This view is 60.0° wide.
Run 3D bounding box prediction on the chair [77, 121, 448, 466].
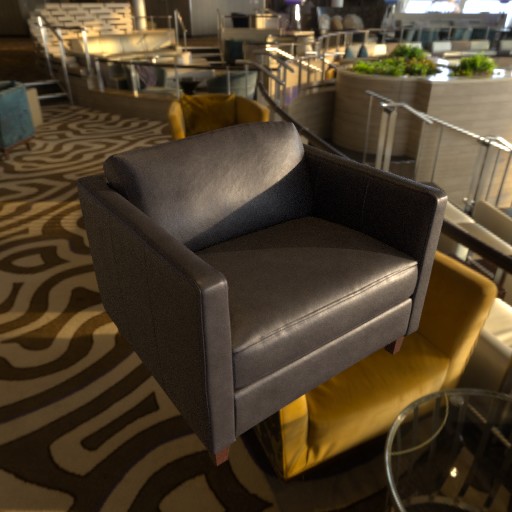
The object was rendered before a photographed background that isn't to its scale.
[{"bbox_3d":[0.000,0.000,1.590,0.939,0.811,0.862,-20,35,-31],"label":"chair"}]
